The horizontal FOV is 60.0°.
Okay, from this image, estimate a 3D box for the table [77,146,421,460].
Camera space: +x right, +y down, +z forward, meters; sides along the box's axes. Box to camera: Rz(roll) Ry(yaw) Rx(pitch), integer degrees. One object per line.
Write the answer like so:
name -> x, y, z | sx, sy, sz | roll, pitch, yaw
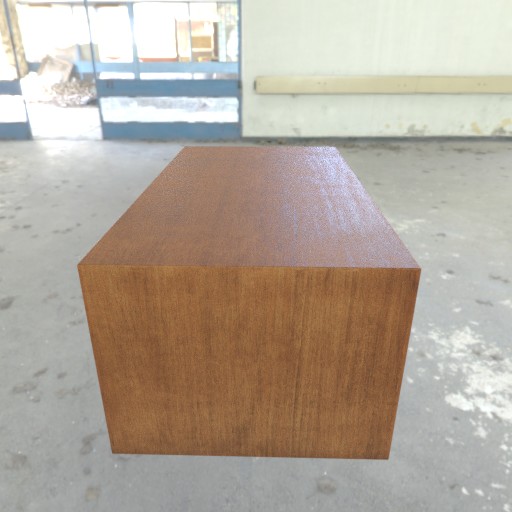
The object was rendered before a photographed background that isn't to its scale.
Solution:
table -> 0.000, 0.000, 1.245 | 0.549, 0.419, 1.000 | 1, 25, 1
